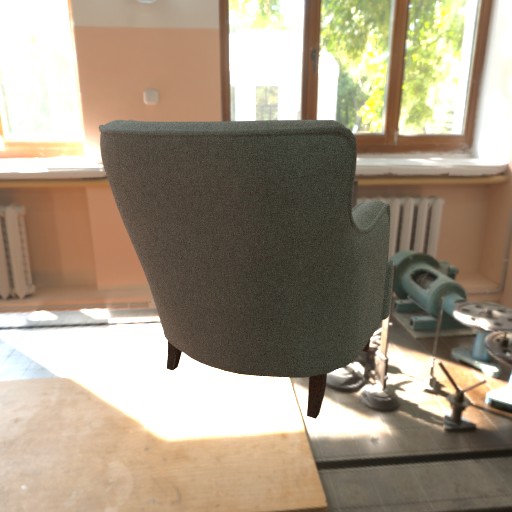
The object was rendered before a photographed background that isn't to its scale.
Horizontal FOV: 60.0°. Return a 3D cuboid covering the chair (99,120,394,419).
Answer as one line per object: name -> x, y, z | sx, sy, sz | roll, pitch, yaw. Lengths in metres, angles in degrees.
chair -> 0.000, 0.000, 1.549 | 0.820, 0.920, 0.910 | 9, 19, 28
